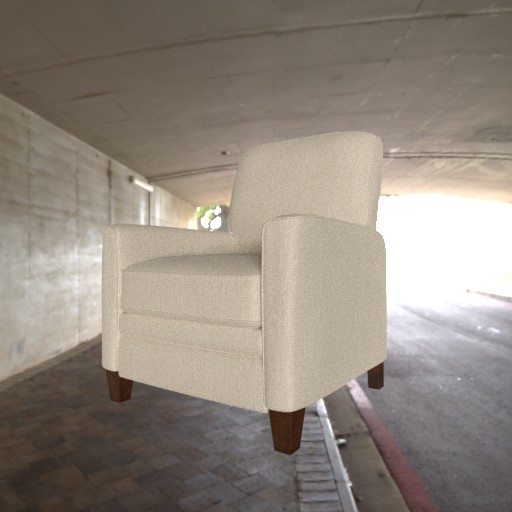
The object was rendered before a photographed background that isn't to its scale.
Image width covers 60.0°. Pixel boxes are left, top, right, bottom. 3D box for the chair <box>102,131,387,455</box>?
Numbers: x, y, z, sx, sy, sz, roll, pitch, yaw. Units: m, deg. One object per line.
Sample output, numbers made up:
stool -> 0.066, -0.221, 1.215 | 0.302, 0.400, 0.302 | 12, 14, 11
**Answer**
chair -> 0.000, 0.000, 1.671 | 0.841, 1.028, 0.858 | 0, 1, 35
